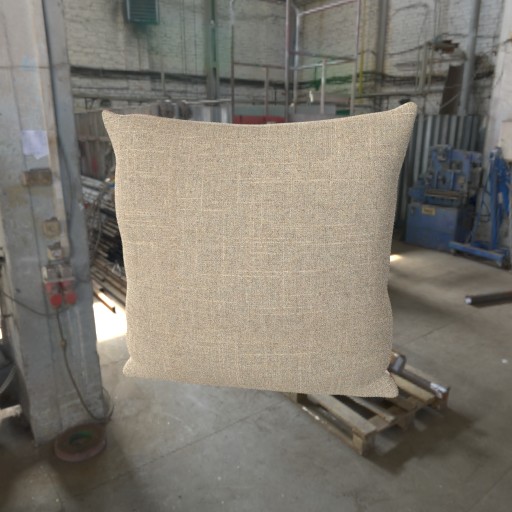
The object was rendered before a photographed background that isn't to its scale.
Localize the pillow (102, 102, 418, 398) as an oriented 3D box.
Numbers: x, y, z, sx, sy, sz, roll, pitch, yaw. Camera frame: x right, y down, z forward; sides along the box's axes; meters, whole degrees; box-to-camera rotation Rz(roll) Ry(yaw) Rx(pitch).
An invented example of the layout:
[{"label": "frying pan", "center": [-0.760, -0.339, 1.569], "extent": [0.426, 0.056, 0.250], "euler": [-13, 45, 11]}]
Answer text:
[{"label": "pillow", "center": [0.000, 0.000, 0.654], "extent": [0.439, 0.427, 0.182], "euler": [2, 16, 7]}]
